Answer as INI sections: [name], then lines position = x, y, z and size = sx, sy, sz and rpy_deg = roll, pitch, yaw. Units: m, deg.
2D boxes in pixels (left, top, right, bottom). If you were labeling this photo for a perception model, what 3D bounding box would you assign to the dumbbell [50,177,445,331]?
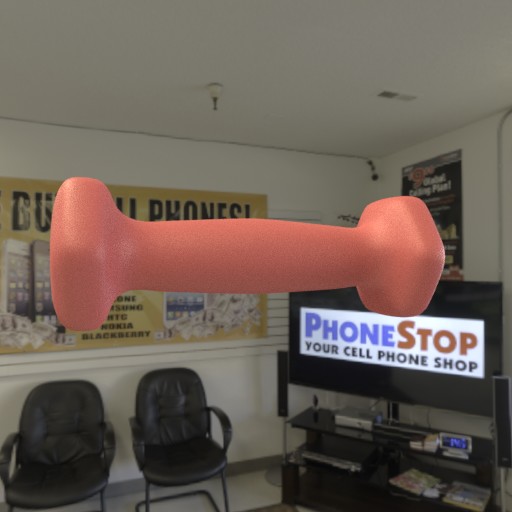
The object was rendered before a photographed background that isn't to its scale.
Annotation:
[dumbbell]
position = 0.000, 0.000, 0.146
size = 0.123, 0.043, 0.047
rpy_deg = 0, -1, -18
